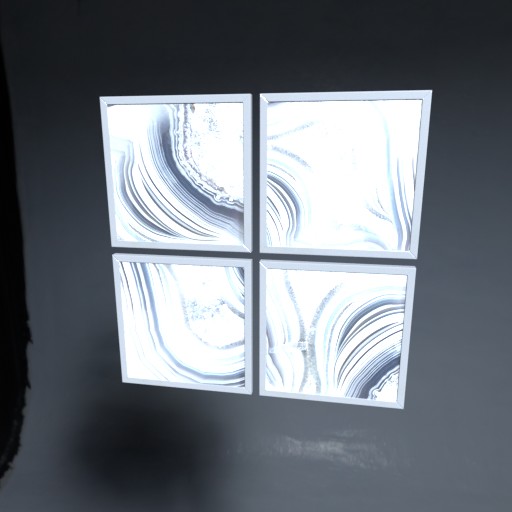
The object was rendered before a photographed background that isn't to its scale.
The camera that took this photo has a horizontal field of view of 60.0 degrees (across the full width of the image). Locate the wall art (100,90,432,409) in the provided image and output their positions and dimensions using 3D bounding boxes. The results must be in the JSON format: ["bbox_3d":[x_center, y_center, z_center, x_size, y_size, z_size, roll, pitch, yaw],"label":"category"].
[{"bbox_3d":[0.000,0.000,1.622,1.118,1.118,0.029,2,14,10],"label":"wall art"}]
